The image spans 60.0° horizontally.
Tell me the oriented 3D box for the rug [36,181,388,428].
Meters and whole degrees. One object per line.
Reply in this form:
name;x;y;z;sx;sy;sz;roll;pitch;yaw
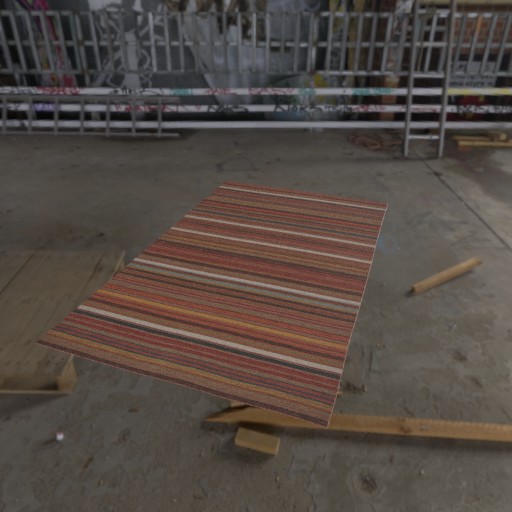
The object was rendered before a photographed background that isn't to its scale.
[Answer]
rug;0.000;0.000;3.037;1.523;0.008;2.438;11;32;17
